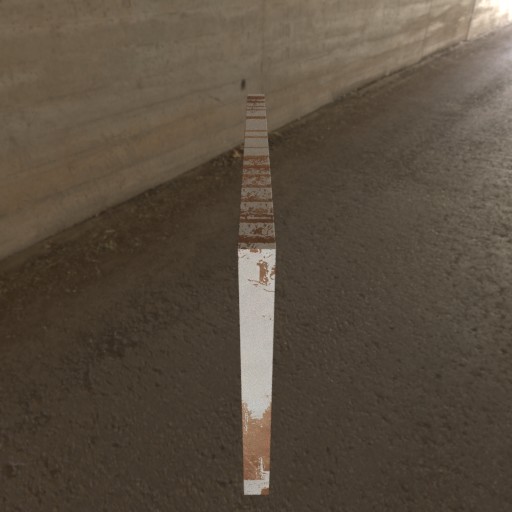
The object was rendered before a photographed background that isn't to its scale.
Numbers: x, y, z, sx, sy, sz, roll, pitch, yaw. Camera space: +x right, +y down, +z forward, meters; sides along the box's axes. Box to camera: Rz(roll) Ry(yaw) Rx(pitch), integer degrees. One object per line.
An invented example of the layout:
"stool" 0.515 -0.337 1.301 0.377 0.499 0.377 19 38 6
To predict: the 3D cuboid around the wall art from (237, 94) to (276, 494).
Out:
"wall art" 0.000 0.000 0.769 0.035 0.405 0.609 0 33 0
